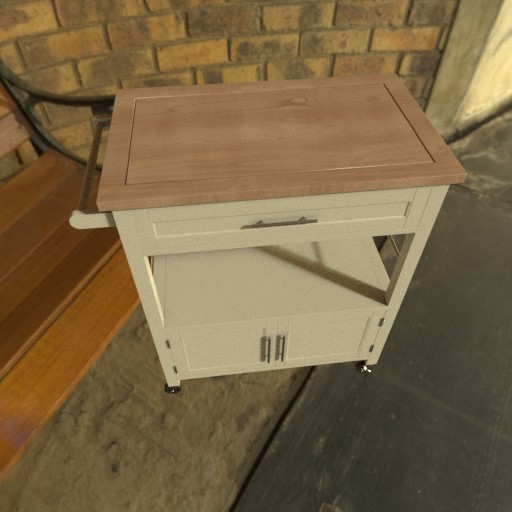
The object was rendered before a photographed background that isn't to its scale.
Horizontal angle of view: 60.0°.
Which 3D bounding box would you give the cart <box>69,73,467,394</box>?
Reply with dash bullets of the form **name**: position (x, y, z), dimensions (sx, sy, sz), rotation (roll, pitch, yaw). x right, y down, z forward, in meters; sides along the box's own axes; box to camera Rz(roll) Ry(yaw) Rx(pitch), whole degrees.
- **cart**: position (0.000, 0.000, 1.381), dimensions (0.840, 0.901, 0.459), rotation (-5, 48, -5)
